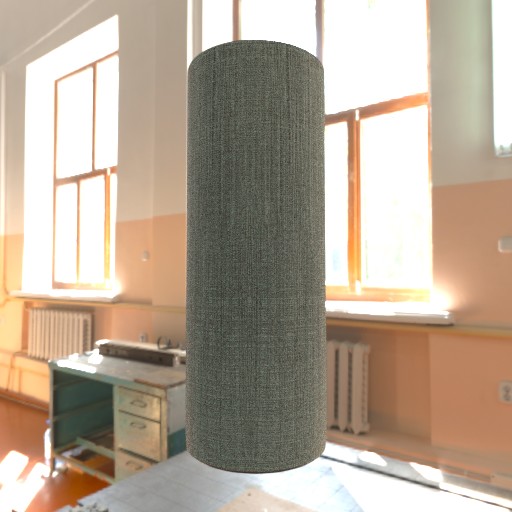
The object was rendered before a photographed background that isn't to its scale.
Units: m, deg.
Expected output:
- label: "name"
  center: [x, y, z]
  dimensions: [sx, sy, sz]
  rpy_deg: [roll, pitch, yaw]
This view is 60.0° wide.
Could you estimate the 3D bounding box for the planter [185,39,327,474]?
- label: "planter"
  center: [0.000, 0.000, 0.322]
  dimensions: [0.100, 0.270, 0.100]
  rpy_deg: [1, -2, -18]
